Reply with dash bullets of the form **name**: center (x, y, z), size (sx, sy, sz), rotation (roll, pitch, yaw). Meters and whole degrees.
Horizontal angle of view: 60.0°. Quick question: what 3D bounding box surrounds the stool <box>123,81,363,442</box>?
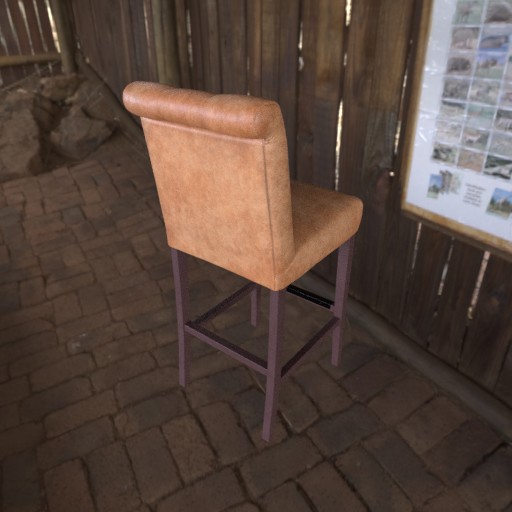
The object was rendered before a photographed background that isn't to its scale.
- **stool**: center (0.000, 0.000, 1.509), size (0.493, 1.140, 0.601), rotation (21, 36, 32)
